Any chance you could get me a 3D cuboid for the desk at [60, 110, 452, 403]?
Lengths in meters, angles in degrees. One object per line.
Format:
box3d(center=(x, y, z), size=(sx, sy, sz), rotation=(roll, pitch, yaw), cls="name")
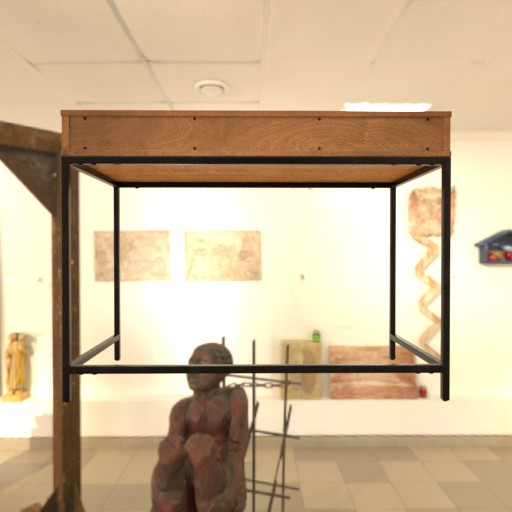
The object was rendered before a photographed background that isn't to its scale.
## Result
box3d(center=(0.000, 0.000, 1.391), size=(1.016, 0.762, 0.470), rotation=(0, 1, -1), cls="desk")
